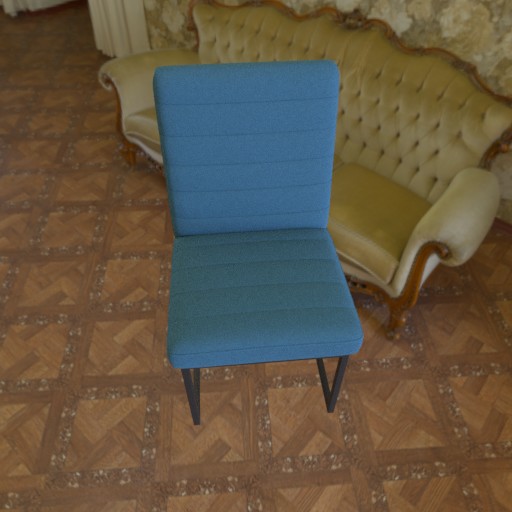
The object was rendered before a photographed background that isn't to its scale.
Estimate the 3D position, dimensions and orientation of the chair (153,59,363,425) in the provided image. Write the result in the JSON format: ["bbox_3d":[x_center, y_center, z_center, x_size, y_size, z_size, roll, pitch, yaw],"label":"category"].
[{"bbox_3d":[0.000,0.000,1.339,0.520,0.930,0.634,-4,46,-4],"label":"chair"}]
